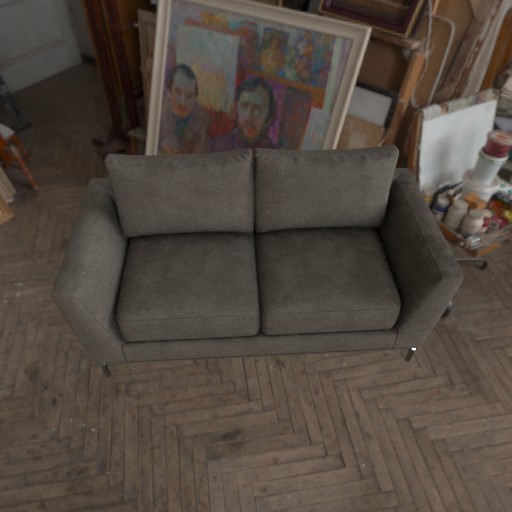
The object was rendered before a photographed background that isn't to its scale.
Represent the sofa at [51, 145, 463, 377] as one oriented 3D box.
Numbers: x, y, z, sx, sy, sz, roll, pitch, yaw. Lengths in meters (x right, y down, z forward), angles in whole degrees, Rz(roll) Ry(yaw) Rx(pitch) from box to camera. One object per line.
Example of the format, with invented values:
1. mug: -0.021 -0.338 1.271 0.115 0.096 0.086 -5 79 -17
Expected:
1. sofa: 0.000 0.000 2.396 1.832 1.013 0.855 -2 47 -2
